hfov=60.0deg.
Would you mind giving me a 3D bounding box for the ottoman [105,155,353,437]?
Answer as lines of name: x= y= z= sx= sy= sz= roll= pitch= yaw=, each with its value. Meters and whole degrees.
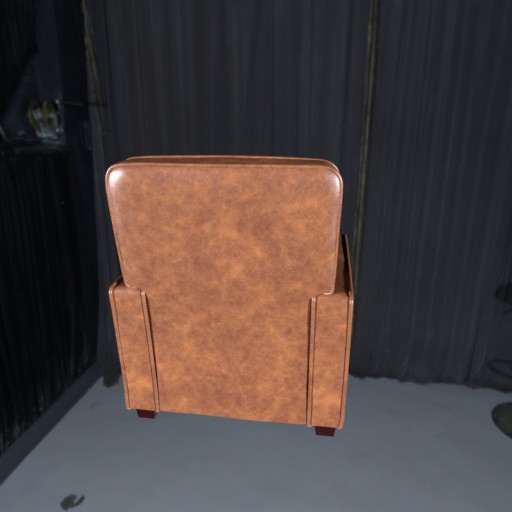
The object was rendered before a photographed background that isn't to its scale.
ottoman: x=0.000 y=0.000 z=1.873 sx=0.732 sy=0.904 sz=1.314 roll=2 pitch=17 yaw=8
